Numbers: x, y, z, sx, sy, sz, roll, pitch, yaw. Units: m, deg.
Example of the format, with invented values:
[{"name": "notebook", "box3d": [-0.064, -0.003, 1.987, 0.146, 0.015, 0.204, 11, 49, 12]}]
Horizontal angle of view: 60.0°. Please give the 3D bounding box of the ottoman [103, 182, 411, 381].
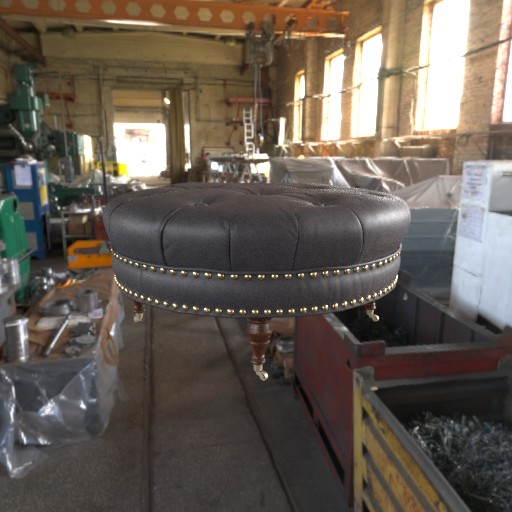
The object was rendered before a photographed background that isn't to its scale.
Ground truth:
[{"name": "ottoman", "box3d": [0.000, 0.000, 1.382, 0.901, 0.439, 0.901, 0, 13, 0]}]
